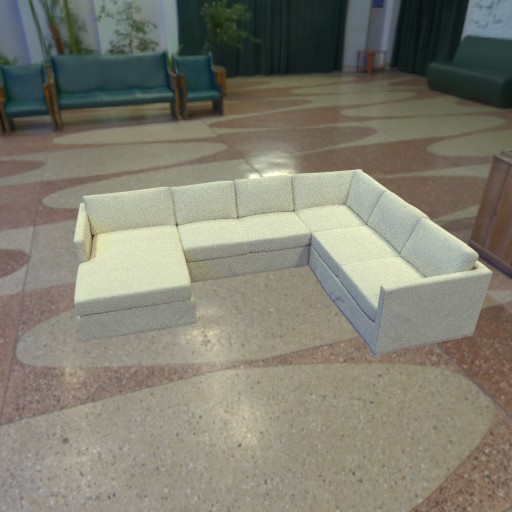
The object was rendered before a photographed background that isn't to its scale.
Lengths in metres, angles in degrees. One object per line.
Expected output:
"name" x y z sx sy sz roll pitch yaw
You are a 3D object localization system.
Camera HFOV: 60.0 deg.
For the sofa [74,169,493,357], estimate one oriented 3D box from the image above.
"sofa" 0.000 0.000 4.432 3.464 0.882 2.448 -8 31 -14
